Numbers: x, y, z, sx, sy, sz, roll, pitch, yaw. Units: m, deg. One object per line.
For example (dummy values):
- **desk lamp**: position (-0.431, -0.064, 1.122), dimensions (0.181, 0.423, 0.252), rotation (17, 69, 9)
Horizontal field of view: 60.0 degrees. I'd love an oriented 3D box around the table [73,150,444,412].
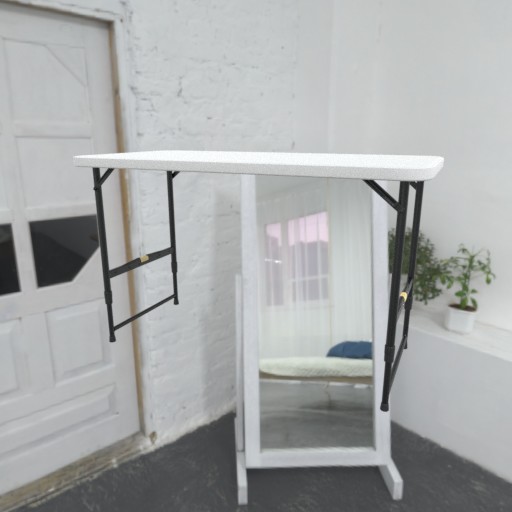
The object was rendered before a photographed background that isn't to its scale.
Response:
- **table**: position (0.000, 0.000, 1.675), dimensions (1.219, 0.737, 0.610), rotation (7, 17, 24)
